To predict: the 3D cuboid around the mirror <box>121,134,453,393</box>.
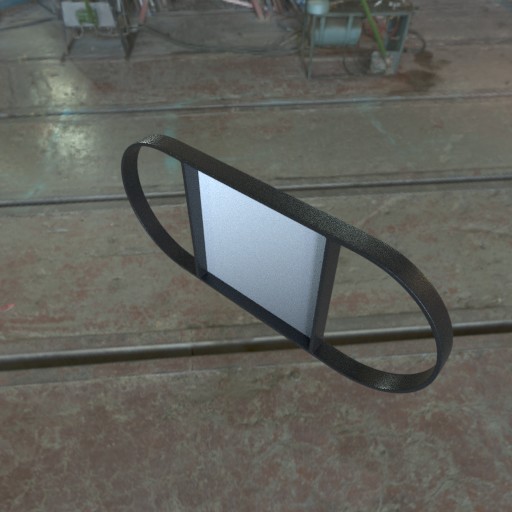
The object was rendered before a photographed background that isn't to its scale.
[{"bbox_3d":[0.000,0.000,0.663,0.584,0.254,0.032,31,53,26],"label":"mirror"}]
